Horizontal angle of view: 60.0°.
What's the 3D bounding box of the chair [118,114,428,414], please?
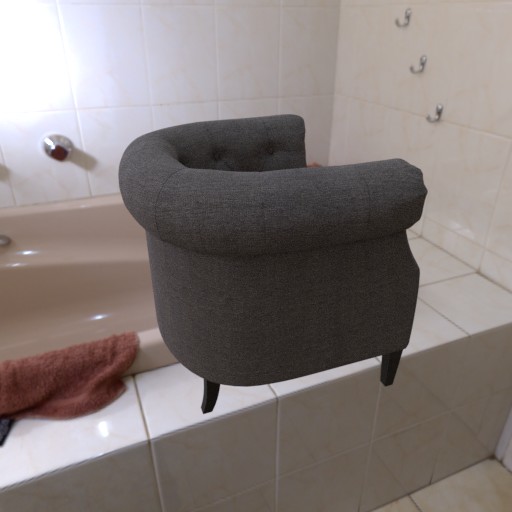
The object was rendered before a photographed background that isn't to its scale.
[{"bbox_3d":[0.000,0.000,1.572,0.852,0.827,0.905,-10,30,-18],"label":"chair"}]
